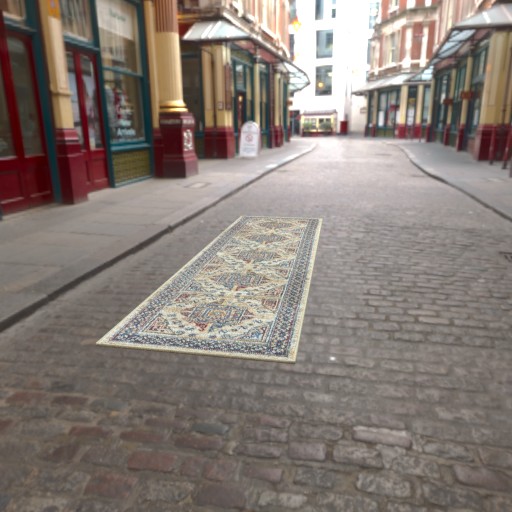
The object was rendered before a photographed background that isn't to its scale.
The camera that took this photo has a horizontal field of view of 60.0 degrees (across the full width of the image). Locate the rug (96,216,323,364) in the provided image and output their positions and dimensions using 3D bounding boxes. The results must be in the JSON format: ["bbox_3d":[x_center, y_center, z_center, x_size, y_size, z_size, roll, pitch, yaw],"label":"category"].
[{"bbox_3d":[0.000,0.000,2.490,0.661,0.013,2.297,3,16,10],"label":"rug"}]
